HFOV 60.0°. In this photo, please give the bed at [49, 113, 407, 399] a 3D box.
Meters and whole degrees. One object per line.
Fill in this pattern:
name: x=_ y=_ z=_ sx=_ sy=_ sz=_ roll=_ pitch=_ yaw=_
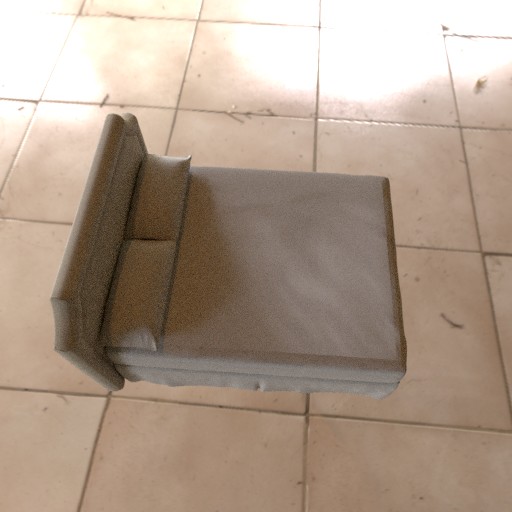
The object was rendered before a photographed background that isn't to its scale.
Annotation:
bed: x=0.000 y=0.000 z=3.223 sx=2.164 sy=1.297 sz=1.828 roll=3 pitch=62 yaw=2
